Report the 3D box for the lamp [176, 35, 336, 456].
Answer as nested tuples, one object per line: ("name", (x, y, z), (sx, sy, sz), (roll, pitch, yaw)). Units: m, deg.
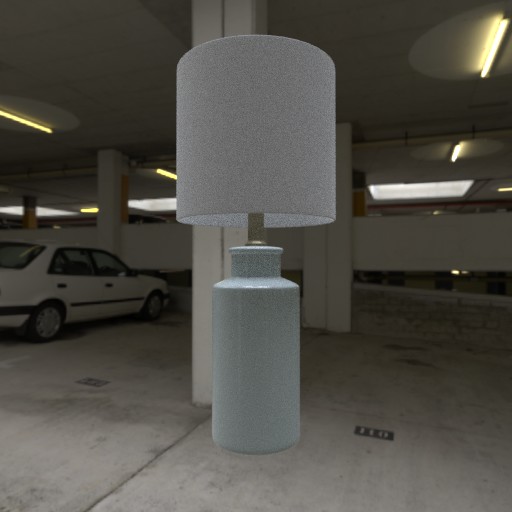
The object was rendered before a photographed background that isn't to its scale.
("lamp", (0.000, 0.000, 0.599), (0.212, 0.493, 0.212), (0, -1, 19))
